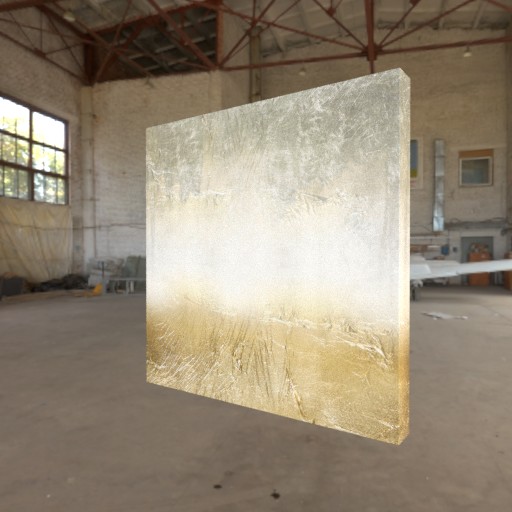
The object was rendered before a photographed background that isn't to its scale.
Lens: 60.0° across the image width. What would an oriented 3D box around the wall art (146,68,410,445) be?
[{"bbox_3d":[0.000,0.000,0.610,0.405,0.407,0.038,0,1,35],"label":"wall art"}]
